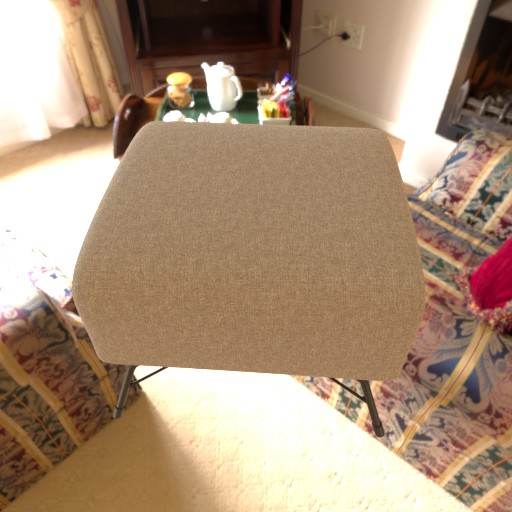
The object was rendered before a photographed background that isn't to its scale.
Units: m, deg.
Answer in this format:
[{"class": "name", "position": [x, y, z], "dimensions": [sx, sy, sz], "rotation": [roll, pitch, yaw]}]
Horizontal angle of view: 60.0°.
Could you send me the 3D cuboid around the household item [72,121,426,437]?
[{"class": "household item", "position": [0.000, 0.000, 0.893], "dimensions": [0.530, 0.410, 0.530], "rotation": [3, 46, 3]}]
